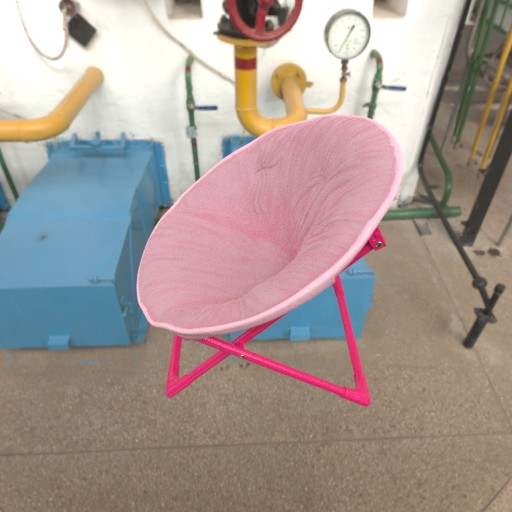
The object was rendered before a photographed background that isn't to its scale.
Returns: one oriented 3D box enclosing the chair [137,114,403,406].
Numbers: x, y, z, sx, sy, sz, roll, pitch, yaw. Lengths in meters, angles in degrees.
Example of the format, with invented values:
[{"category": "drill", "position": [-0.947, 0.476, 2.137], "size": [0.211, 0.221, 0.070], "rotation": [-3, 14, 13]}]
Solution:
[{"category": "chair", "position": [0.000, 0.000, 0.871], "size": [0.459, 0.494, 0.522], "rotation": [-1, 41, -1]}]
